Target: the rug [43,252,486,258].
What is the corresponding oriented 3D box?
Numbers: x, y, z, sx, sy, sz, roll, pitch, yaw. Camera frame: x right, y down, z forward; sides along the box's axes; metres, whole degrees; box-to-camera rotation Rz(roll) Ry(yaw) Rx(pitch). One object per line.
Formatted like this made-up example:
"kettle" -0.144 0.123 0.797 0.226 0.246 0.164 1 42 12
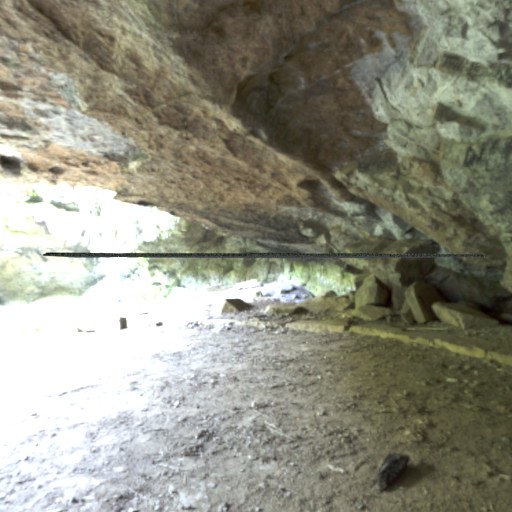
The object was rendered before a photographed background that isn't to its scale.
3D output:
"rug" 0.000 0.000 3.045 2.443 0.021 1.538 0 -1 -17
